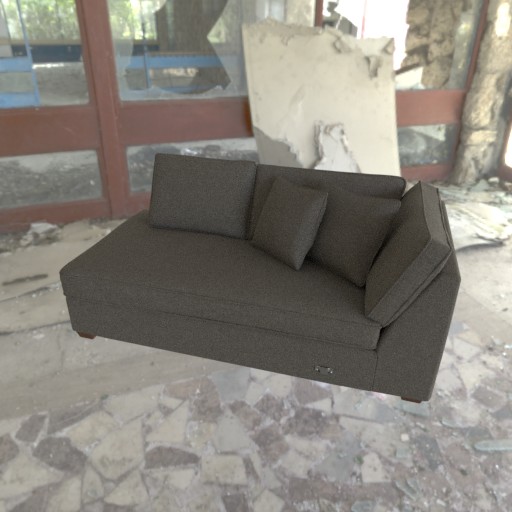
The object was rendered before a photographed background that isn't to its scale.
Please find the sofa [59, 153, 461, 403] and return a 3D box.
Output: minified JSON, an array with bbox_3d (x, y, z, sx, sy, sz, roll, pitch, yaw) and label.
[{"bbox_3d":[0.000,0.000,2.836,2.237,1.033,1.110,8,28,15],"label":"sofa"}]
